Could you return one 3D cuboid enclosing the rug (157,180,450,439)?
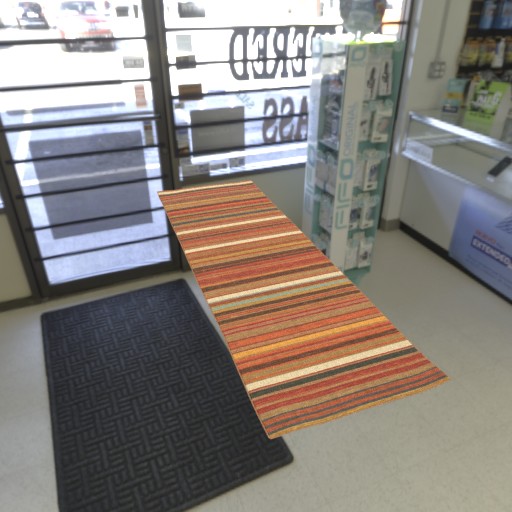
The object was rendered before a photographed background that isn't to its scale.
[{"bbox_3d":[0.000,0.000,2.670,0.799,0.030,2.444,-11,32,-17],"label":"rug"}]
